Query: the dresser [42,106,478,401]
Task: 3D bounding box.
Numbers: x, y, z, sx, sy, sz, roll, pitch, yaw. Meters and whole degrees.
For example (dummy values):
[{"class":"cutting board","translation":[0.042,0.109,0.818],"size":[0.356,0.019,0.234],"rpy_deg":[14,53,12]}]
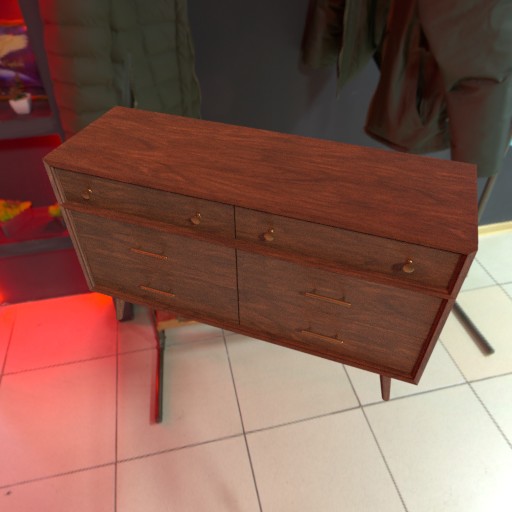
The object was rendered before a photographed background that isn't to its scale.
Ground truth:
[{"class":"dresser","translation":[0.000,0.000,1.869],"size":[1.472,0.889,0.500],"rpy_deg":[13,44,14]}]
